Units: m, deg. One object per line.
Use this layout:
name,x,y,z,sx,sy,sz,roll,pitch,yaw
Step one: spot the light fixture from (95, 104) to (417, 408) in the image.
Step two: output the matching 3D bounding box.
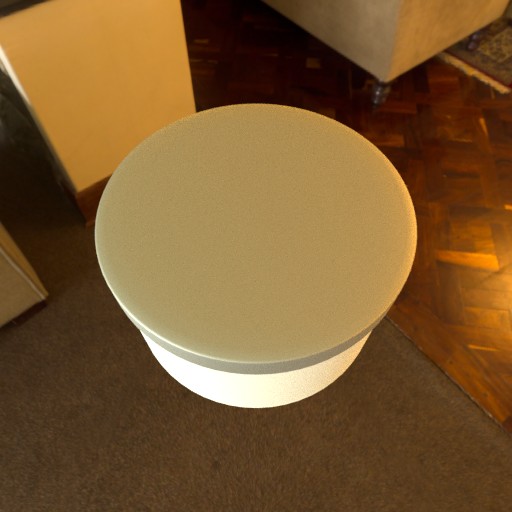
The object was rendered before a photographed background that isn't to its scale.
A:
light fixture,0.000,0.000,0.645,0.393,0.229,0.393,0,58,0
